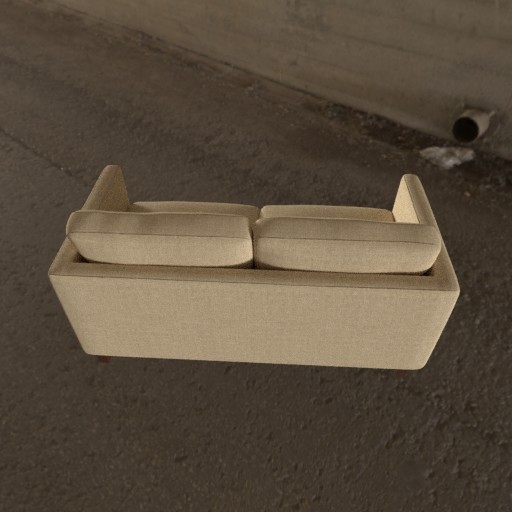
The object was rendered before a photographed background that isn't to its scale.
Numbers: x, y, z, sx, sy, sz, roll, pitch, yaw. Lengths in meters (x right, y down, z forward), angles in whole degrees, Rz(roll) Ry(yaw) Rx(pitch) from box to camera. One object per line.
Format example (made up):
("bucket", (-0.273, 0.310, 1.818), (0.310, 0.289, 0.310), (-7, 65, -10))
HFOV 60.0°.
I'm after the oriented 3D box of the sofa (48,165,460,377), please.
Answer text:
("sofa", (0.000, 0.000, 2.494), (1.884, 0.963, 0.950), (2, 44, 2))
